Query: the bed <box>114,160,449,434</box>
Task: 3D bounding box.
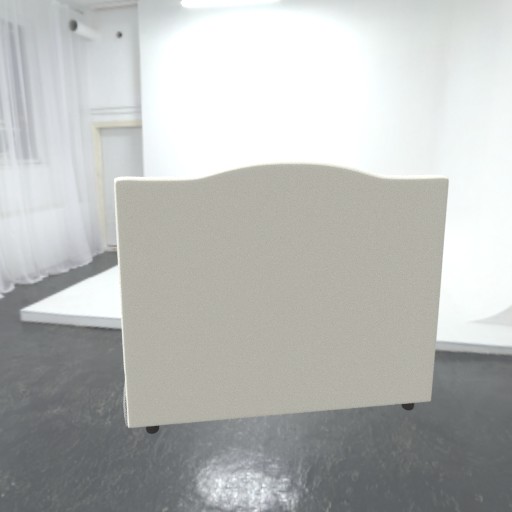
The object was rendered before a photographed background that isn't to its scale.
[{"bbox_3d":[0.000,0.000,3.411,1.821,1.436,2.282,-2,12,-9],"label":"bed"}]
